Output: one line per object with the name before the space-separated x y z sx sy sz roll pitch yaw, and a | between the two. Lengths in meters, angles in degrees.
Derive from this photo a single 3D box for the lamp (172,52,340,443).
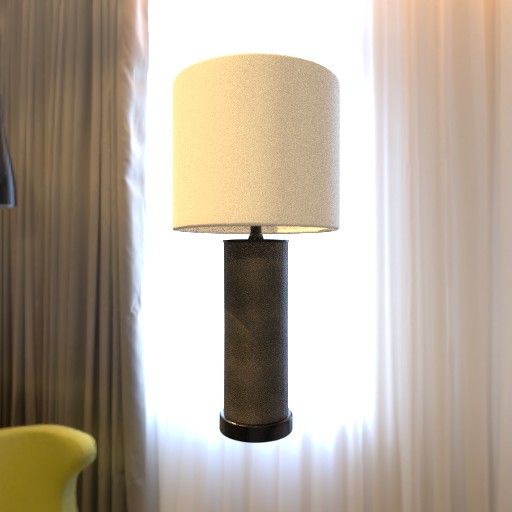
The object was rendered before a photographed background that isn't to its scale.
lamp | 0.000 0.000 0.818 0.305 0.634 0.305 0 0 -18
